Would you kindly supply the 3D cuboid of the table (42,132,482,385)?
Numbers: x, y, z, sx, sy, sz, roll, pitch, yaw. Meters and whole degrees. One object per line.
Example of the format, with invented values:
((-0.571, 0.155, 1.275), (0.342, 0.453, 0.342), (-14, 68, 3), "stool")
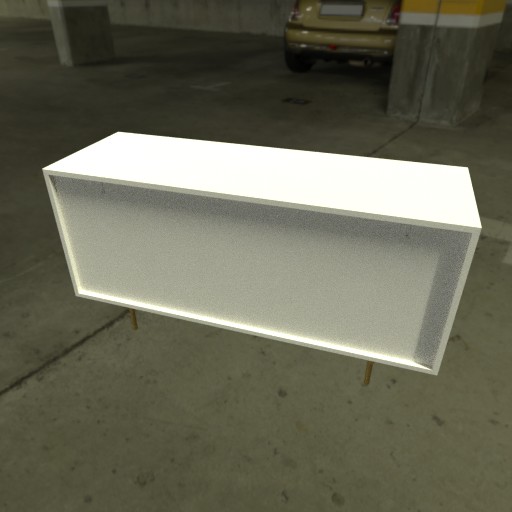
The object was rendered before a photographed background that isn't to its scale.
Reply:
((0.000, 0.000, 1.852), (1.500, 0.769, 0.508), (10, 33, 15), "table")
